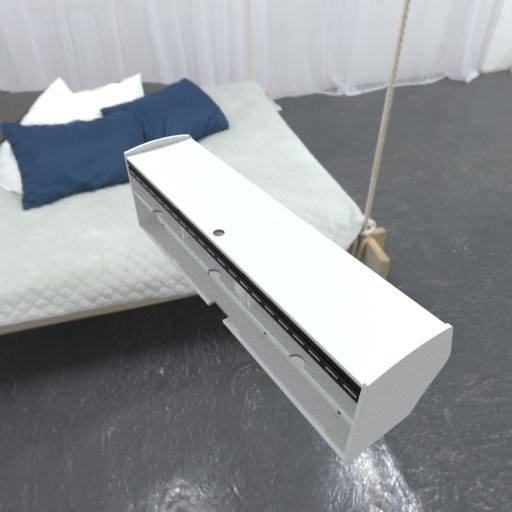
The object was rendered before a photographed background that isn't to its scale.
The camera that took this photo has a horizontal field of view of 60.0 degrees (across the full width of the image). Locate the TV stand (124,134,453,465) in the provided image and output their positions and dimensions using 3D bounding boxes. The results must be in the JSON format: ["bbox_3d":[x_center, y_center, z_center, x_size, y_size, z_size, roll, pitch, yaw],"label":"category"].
[{"bbox_3d":[0.000,0.000,1.726,0.397,0.424,1.473,-25,46,-26],"label":"TV stand"}]
